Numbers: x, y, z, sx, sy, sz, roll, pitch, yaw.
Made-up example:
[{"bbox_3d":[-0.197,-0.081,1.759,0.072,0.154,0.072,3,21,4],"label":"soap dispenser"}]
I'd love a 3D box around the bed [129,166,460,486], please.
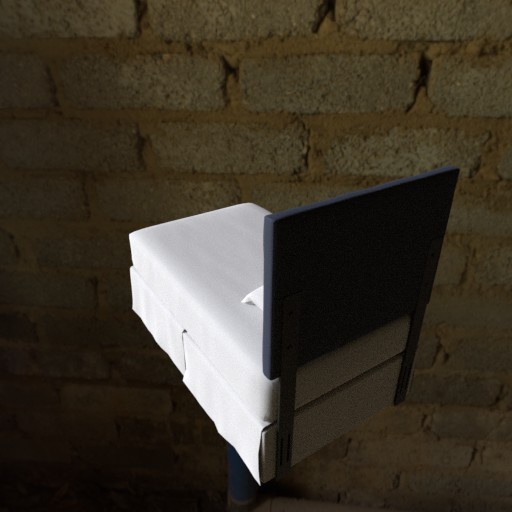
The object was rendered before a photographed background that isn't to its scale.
[{"bbox_3d":[0.000,0.000,3.002,1.261,1.571,1.997,-18,34,-29],"label":"bed"}]
